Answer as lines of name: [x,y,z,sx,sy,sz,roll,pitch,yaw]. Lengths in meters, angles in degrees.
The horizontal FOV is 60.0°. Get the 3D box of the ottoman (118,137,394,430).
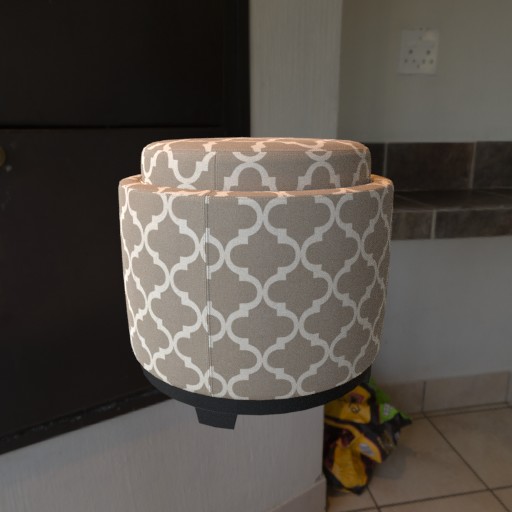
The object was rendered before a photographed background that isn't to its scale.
ottoman: [0.000,0.000,0.832,0.480,0.429,0.480,0,16,0]
